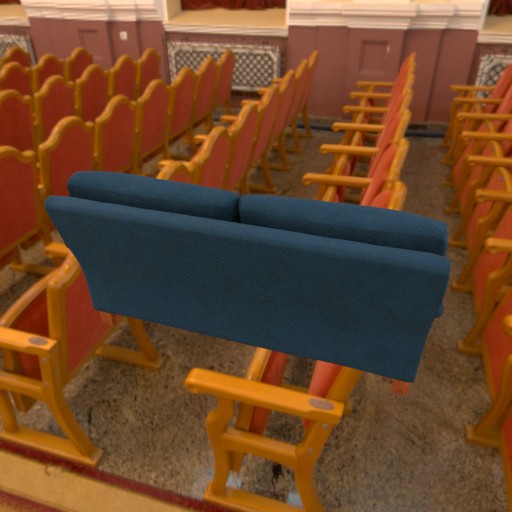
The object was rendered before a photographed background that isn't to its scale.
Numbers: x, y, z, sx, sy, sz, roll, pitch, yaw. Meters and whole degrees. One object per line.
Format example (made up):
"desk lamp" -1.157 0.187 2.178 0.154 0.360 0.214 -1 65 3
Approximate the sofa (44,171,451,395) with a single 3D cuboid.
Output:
"sofa" 0.000 0.000 2.763 2.141 1.101 1.084 10 34 15
